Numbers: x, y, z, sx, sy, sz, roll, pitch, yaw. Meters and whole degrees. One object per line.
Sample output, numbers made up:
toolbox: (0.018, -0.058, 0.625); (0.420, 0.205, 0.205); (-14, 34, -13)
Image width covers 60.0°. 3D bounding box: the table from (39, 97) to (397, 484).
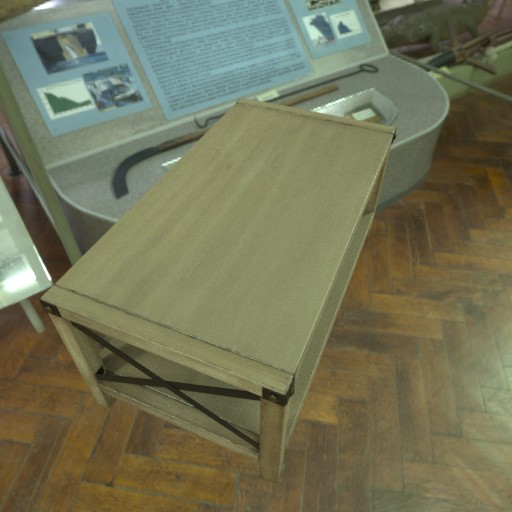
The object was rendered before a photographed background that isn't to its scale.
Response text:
table: (0.000, 0.000, 1.320); (0.559, 0.456, 1.016); (17, 47, 16)
